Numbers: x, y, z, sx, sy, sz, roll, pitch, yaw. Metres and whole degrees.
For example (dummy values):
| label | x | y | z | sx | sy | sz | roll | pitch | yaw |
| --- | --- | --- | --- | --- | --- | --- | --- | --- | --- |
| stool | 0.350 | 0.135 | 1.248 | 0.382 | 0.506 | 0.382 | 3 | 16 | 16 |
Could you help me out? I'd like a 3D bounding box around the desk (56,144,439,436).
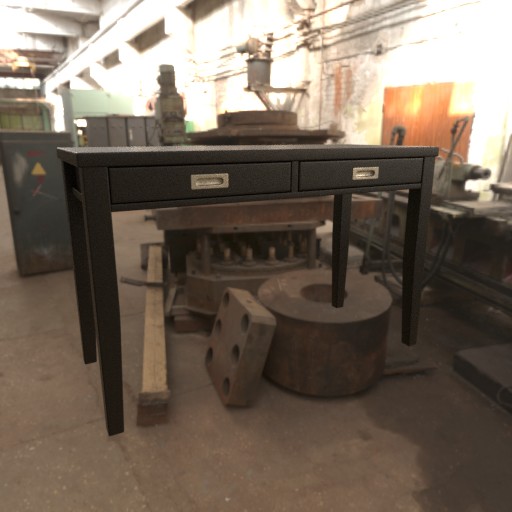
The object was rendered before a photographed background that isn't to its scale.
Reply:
| label | x | y | z | sx | sy | sz | roll | pitch | yaw |
| --- | --- | --- | --- | --- | --- | --- | --- | --- | --- |
| desk | 0.000 | 0.000 | 1.623 | 1.220 | 0.775 | 0.508 | -8 | 17 | -27 |
